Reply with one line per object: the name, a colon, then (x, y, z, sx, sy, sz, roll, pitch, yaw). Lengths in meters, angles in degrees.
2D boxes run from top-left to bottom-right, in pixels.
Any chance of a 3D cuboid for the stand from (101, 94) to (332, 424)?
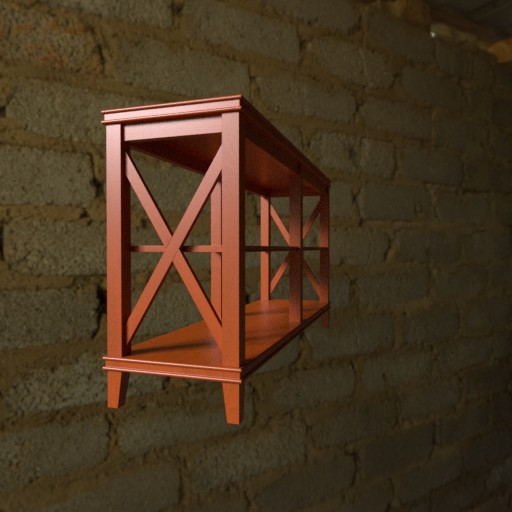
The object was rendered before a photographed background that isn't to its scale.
stand: (0.000, 0.000, 1.725, 0.381, 0.762, 1.372, 0, 1, 18)
